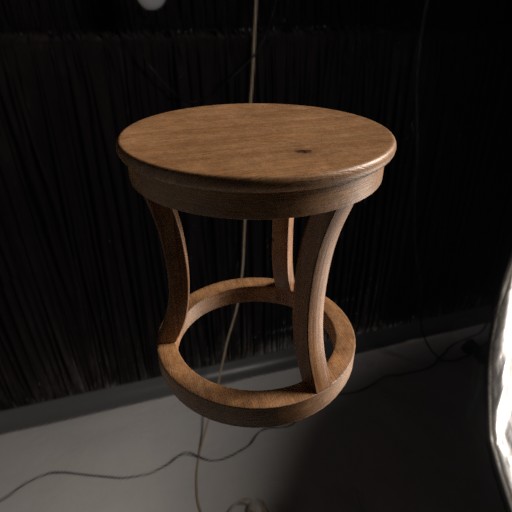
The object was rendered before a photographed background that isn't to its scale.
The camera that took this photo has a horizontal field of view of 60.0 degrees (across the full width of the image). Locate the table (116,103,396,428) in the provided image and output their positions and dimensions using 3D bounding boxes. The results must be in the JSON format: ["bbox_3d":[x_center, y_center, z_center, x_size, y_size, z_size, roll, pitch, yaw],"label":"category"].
[{"bbox_3d":[0.000,0.000,0.817,0.432,0.460,0.432,0,30,0],"label":"table"}]
